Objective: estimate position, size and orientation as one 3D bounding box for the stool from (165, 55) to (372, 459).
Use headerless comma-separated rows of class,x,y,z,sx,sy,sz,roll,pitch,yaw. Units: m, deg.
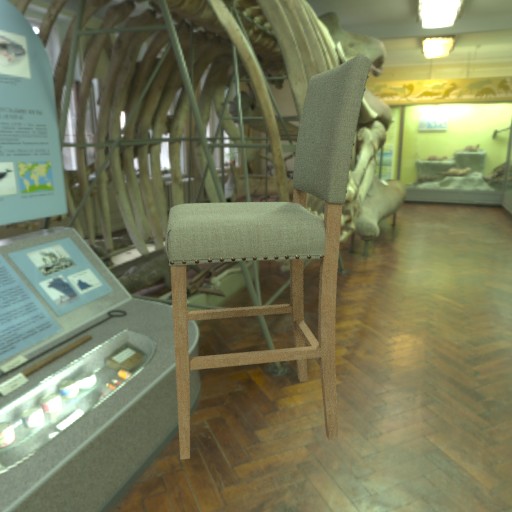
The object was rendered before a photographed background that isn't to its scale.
stool,0.000,0.000,1.503,0.585,1.203,0.445,-2,15,-9
